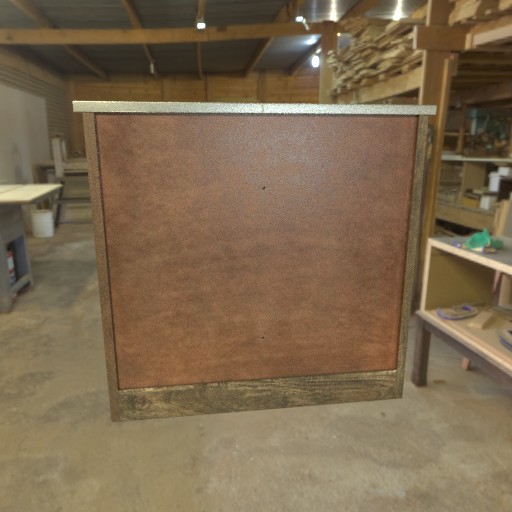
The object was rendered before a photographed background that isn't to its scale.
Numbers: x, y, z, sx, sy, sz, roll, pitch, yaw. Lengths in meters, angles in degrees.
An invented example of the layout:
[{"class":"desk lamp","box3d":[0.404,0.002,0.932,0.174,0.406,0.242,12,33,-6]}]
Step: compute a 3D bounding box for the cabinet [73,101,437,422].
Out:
[{"class":"cabinet","box3d":[0.000,0.000,1.443,0.968,0.919,0.338,-2,15,-8]}]
